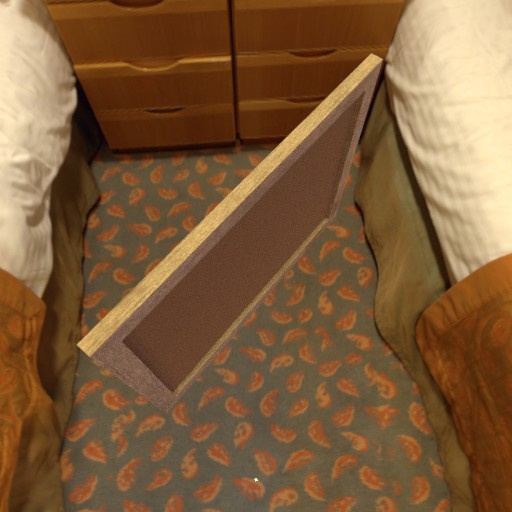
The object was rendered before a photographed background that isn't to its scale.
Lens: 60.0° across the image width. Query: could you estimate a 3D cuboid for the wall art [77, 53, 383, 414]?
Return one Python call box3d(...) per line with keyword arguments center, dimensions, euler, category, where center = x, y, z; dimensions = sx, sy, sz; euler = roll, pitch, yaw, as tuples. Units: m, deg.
box3d(center=(0.000, 0.000, 0.915), dimensions=(0.026, 0.535, 0.690), euler=(36, 69, 17), category="wall art")
